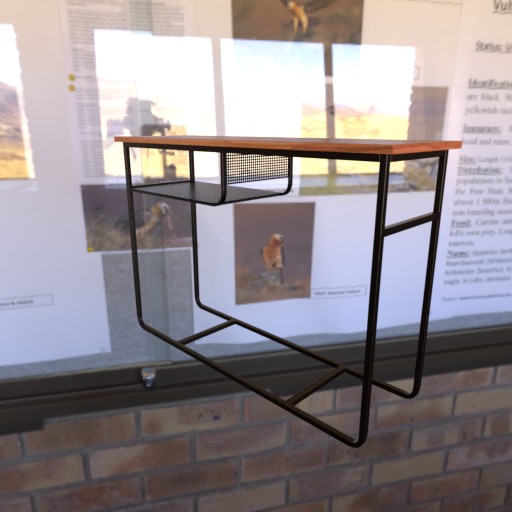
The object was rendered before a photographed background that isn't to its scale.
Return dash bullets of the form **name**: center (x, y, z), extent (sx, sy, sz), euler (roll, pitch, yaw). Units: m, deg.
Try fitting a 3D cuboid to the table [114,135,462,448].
- **table**: center (0.000, 0.000, 1.461), extent (1.100, 0.750, 0.350), euler (15, 22, 42)
